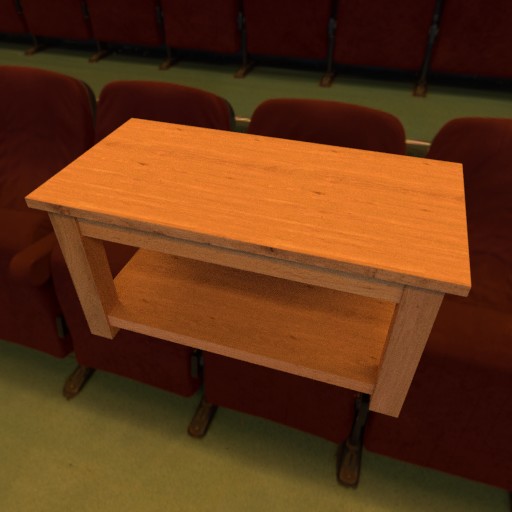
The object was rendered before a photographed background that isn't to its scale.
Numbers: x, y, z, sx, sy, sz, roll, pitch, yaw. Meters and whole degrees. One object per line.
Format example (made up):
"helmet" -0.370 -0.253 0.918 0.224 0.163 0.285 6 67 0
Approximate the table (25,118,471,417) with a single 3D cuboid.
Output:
"table" 0.000 0.000 1.154 0.899 0.452 0.450 12 41 14
